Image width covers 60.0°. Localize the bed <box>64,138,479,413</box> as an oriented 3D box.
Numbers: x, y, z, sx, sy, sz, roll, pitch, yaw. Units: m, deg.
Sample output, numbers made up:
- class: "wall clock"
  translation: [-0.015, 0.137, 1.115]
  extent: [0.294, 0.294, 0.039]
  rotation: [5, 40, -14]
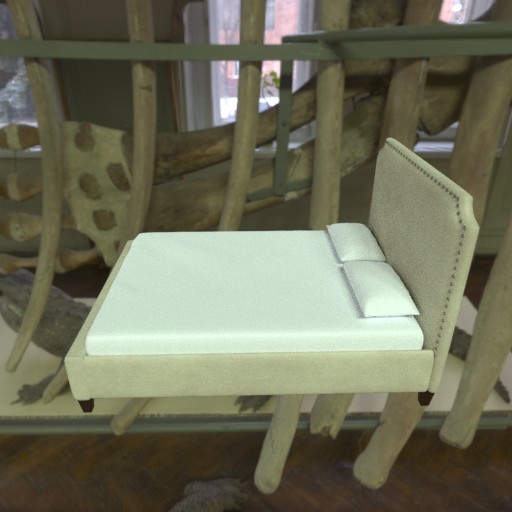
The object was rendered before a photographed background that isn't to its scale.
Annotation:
- class: "bed"
  translation: [0.000, 0.000, 3.320]
  extent: [2.372, 1.443, 1.712]
  rotation: [-1, 27, -1]
